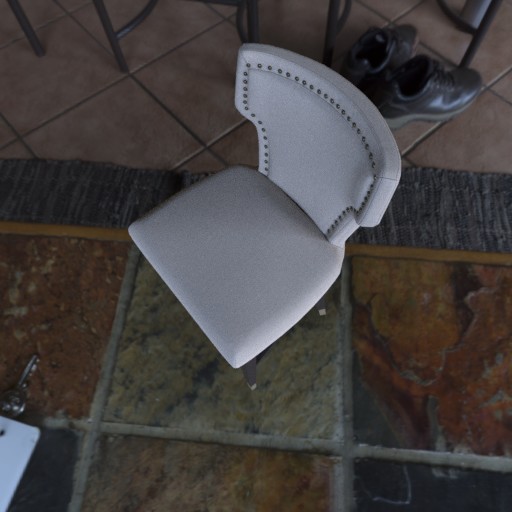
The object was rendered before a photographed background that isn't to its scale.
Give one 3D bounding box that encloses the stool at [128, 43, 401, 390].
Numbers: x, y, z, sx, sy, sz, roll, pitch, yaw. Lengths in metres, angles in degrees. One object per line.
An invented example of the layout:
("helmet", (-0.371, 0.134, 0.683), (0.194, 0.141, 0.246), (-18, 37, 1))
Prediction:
("stool", (0.000, 0.000, 1.404), (0.563, 1.092, 0.526), (-36, 69, -16))
